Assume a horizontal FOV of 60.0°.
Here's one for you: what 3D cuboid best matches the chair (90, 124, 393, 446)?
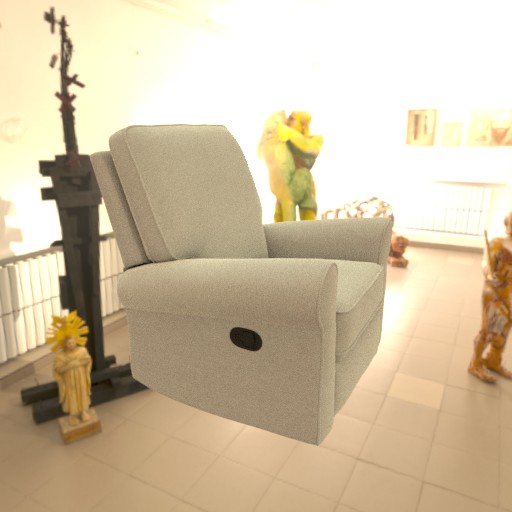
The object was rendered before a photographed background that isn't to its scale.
[{"bbox_3d":[0.000,0.000,1.670,0.878,0.960,0.890,8,18,27],"label":"chair"}]
